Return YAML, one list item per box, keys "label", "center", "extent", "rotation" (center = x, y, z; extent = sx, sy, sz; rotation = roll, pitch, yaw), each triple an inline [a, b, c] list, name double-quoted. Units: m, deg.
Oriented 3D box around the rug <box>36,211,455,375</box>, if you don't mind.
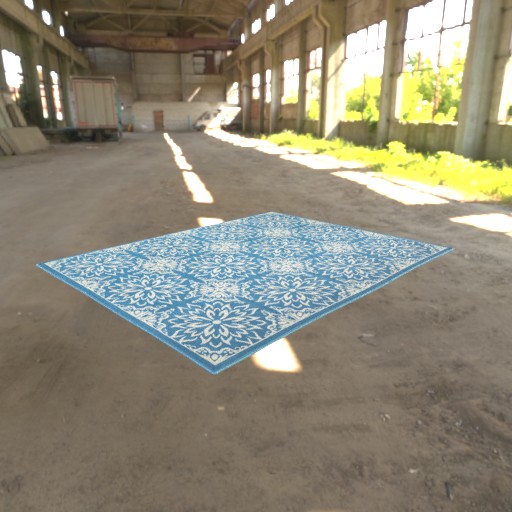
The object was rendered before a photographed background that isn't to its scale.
- label: "rug"
  center: [0.000, 0.000, 3.965]
  extent: [2.350, 0.018, 2.964]
  rotation: [17, 24, 42]
